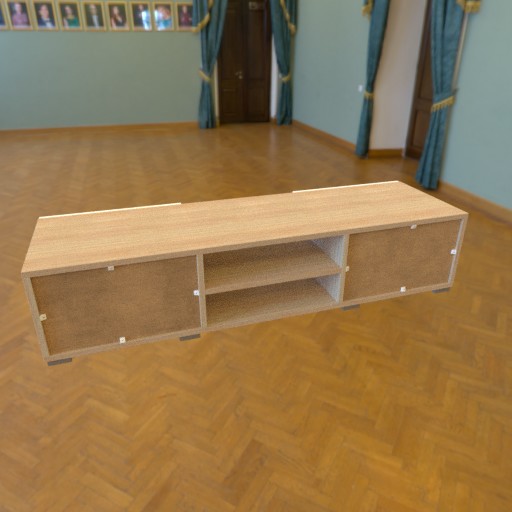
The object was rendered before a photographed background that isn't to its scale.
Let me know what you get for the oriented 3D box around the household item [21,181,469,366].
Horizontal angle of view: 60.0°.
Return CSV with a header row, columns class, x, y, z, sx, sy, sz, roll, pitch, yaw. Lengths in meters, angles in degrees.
class,x,y,z,sx,sy,sz,roll,pitch,yaw
household item,0.000,0.000,1.574,1.400,0.310,0.420,-8,27,-16
